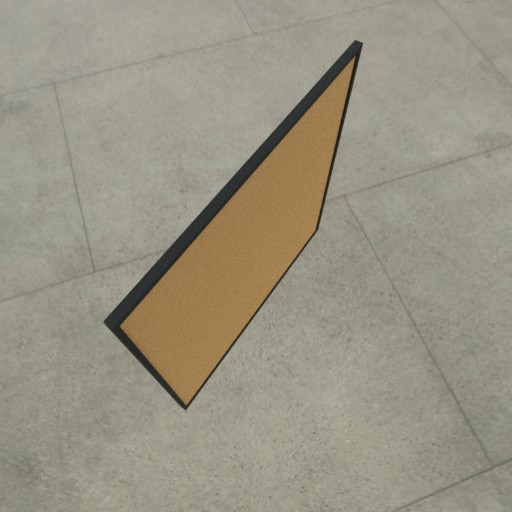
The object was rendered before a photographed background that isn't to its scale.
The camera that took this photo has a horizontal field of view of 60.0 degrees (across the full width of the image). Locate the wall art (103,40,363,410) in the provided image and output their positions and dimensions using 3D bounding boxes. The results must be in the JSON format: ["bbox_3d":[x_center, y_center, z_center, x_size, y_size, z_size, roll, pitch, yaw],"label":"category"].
[{"bbox_3d":[0.000,0.000,0.678,0.013,0.457,0.458,32,67,15],"label":"wall art"}]
